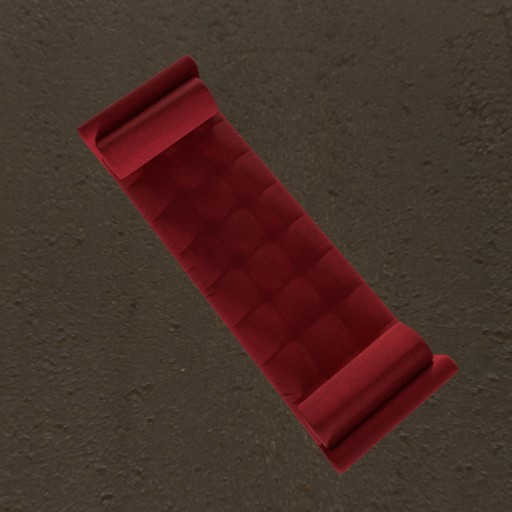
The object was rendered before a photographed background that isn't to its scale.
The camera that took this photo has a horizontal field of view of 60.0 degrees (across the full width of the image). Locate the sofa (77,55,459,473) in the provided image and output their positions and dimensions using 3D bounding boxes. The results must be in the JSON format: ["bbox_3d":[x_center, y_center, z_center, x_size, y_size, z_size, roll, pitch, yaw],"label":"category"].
[{"bbox_3d":[0.000,0.000,2.316,0.686,0.635,1.981,-38,80,-8],"label":"sofa"}]
